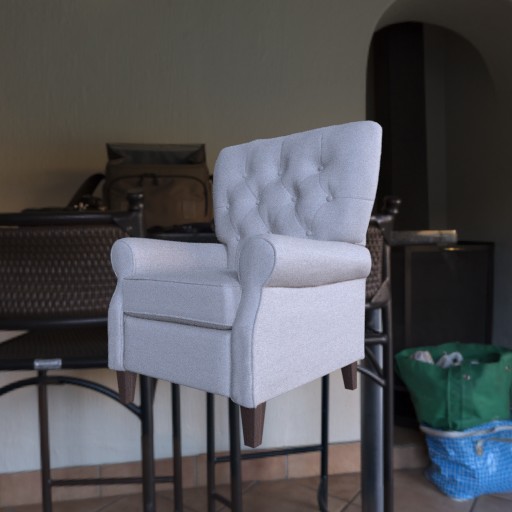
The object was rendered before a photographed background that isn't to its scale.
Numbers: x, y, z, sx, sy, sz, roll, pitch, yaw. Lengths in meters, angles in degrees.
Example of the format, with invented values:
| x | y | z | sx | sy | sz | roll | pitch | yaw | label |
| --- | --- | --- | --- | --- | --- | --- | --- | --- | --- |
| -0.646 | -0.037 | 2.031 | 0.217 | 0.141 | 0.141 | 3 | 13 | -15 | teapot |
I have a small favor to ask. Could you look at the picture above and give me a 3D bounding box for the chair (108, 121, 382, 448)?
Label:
| x | y | z | sx | sy | sz | roll | pitch | yaw | label |
| --- | --- | --- | --- | --- | --- | --- | --- | --- | --- |
| 0.000 | 0.000 | 1.971 | 0.942 | 1.209 | 1.025 | 0 | 1 | 38 | chair |
